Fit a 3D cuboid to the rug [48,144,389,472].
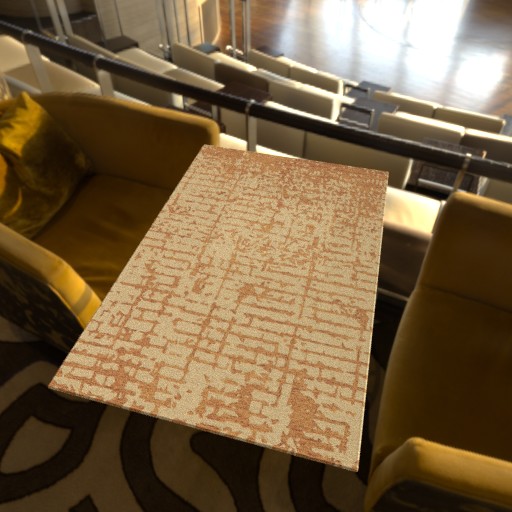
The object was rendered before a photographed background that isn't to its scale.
[{"bbox_3d":[0.000,0.000,2.256,1.219,0.011,1.829,11,47,10],"label":"rug"}]
